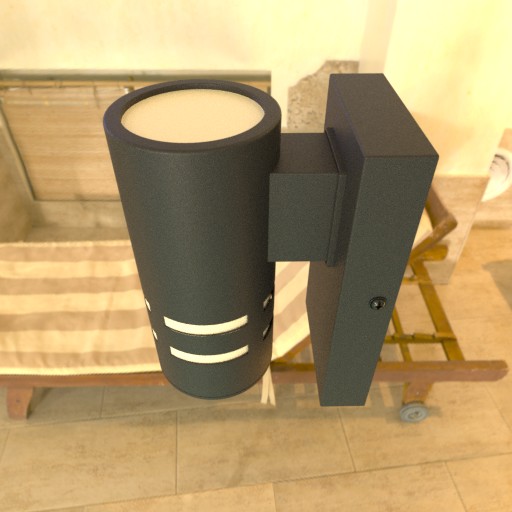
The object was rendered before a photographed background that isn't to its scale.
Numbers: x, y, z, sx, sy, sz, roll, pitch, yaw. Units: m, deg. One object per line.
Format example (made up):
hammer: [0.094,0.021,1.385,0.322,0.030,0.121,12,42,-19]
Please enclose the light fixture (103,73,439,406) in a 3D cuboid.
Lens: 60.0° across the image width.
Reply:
light fixture: [0.000,0.000,0.261,0.138,0.179,0.098,-1,41,-1]
